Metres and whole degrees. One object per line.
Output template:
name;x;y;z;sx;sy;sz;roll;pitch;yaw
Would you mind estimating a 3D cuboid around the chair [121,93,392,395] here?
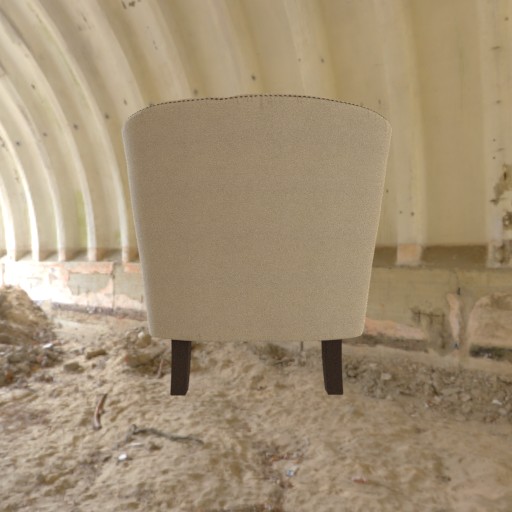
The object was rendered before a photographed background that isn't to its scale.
chair;0.000;0.000;1.609;0.848;0.868;0.906;0;-1;-1
